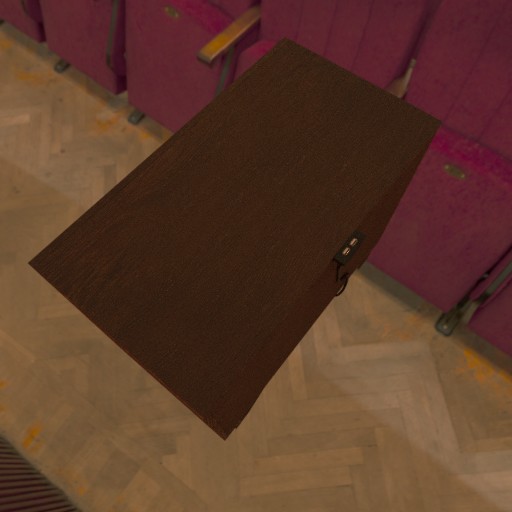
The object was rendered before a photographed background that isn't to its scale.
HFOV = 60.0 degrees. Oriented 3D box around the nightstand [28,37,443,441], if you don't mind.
[{"bbox_3d":[0.000,0.000,1.152,0.457,0.612,0.775,36,69,16],"label":"nightstand"}]
